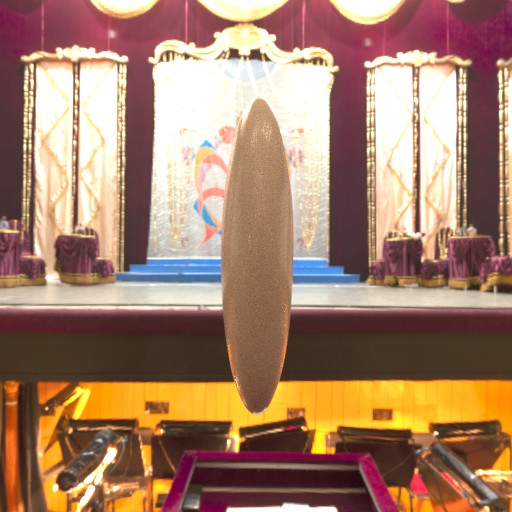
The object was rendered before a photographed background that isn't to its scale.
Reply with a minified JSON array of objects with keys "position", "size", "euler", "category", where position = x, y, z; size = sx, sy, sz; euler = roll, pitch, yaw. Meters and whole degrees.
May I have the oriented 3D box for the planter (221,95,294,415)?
[{"position":[0.000,0.000,0.278],"size":[0.043,0.188,0.185],"euler":[0,-1,-1],"category":"planter"}]
